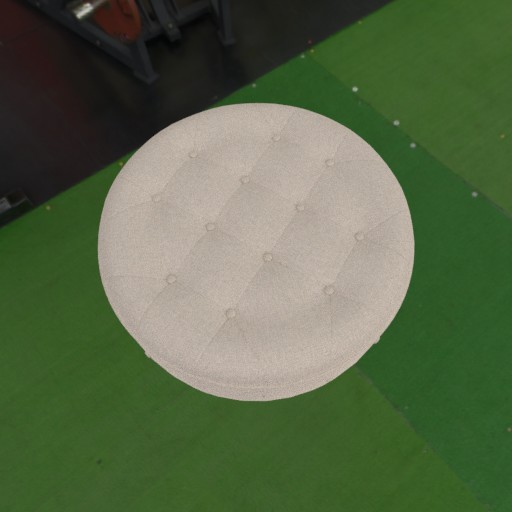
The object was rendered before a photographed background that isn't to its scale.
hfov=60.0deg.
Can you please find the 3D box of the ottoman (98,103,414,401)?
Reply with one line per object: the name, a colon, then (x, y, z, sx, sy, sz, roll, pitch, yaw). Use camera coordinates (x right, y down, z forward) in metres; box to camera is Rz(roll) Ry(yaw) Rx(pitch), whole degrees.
ottoman: (0.000, 0.000, 1.354, 0.848, 0.494, 0.848, 0, 64, 0)
